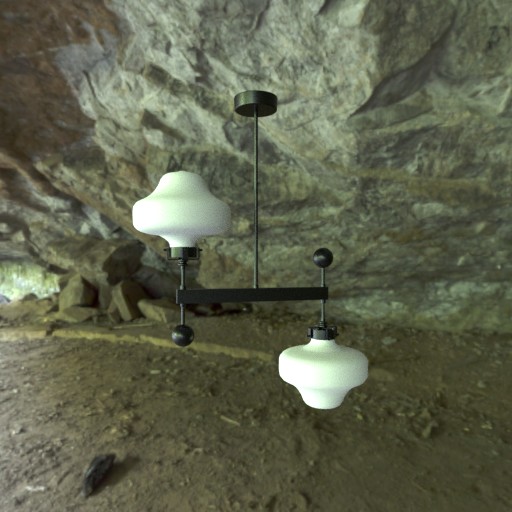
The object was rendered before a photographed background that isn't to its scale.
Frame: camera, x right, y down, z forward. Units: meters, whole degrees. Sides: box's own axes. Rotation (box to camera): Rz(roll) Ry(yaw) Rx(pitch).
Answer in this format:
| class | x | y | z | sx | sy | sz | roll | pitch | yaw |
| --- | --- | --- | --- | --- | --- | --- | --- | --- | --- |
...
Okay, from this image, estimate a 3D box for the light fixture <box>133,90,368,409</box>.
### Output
| class | x | y | z | sx | sy | sz | roll | pitch | yaw |
| --- | --- | --- | --- | --- | --- | --- | --- | --- | --- |
| light fixture | 0.000 | 0.000 | 1.041 | 0.422 | 0.743 | 0.489 | 0 | -1 | 36 |
